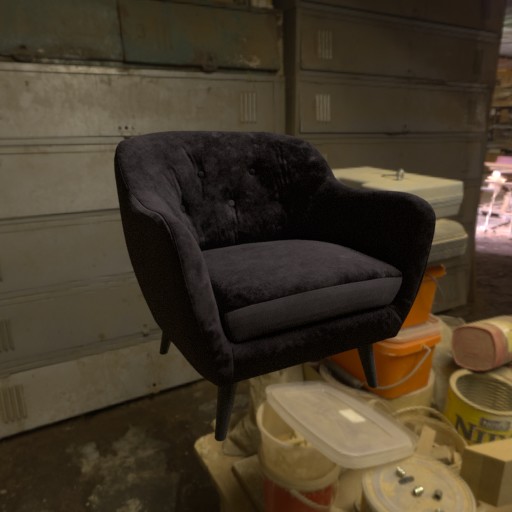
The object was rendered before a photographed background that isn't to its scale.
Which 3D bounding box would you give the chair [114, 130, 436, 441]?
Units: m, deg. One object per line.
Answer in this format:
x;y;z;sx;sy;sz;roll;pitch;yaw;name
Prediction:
0.000;0.000;1.496;0.840;0.807;0.819;-9;18;-27;chair
